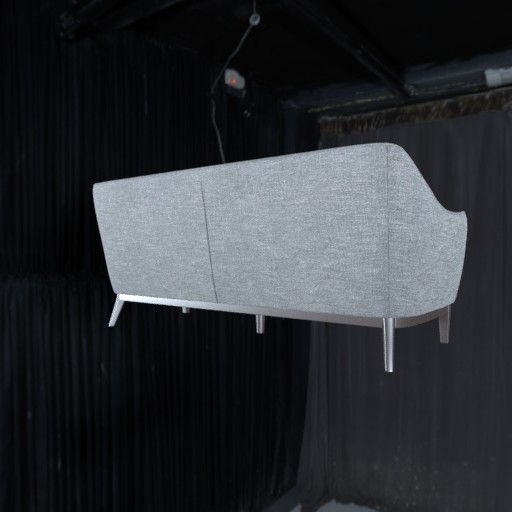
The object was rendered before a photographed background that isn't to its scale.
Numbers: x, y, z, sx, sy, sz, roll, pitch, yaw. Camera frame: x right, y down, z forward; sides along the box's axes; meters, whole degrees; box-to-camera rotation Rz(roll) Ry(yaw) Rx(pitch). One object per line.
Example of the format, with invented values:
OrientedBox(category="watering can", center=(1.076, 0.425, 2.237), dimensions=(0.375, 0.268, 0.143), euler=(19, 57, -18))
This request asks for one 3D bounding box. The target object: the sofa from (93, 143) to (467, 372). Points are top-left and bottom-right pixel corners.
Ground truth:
OrientedBox(category="sofa", center=(0.000, 0.000, 2.354), dimensions=(1.928, 0.829, 0.867), euler=(1, 1, 36))
